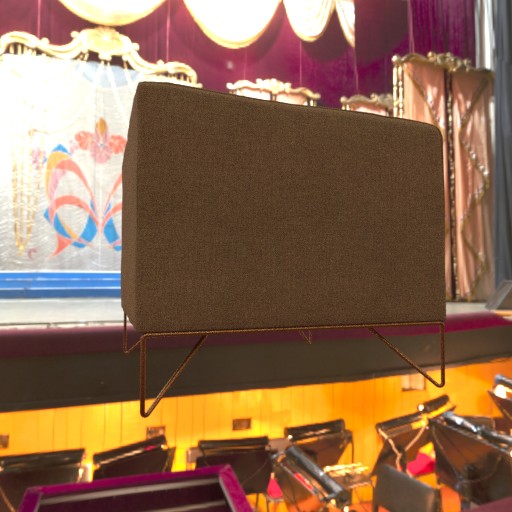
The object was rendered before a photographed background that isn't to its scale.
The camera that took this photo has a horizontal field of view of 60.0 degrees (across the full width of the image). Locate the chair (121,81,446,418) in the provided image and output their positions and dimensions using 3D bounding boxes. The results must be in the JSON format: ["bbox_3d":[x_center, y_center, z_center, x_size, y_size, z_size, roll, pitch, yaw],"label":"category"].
[{"bbox_3d":[0.000,0.000,1.594,0.912,0.799,0.920,1,-3,-19],"label":"chair"}]
